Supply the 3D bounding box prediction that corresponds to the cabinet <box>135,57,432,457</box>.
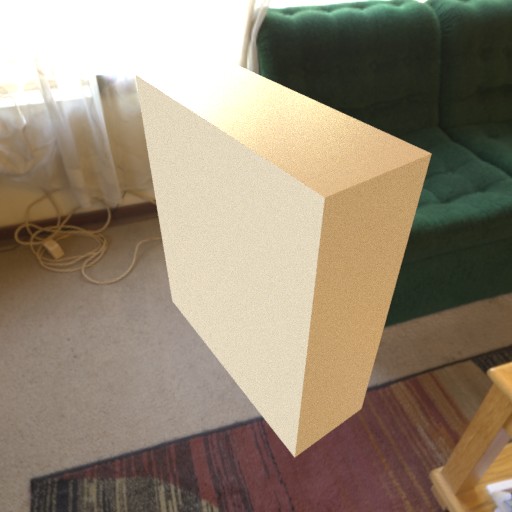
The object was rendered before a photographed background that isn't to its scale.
[{"bbox_3d":[0.000,0.000,1.677,0.348,1.150,0.990,-24,45,-26],"label":"cabinet"}]
